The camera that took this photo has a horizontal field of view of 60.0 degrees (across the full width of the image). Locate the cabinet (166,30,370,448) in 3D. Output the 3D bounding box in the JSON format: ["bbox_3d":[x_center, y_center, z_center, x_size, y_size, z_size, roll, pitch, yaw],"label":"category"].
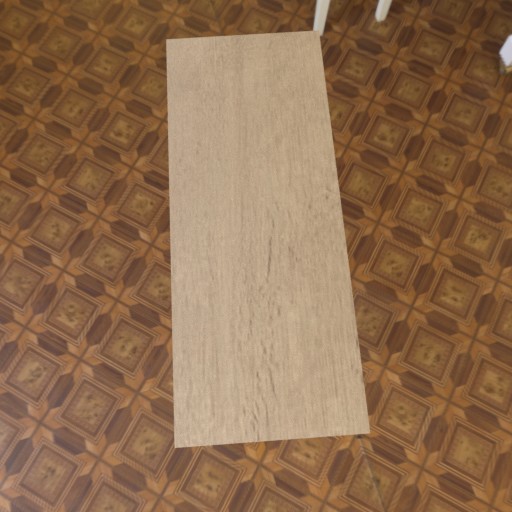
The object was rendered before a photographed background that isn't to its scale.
[{"bbox_3d":[0.000,0.000,1.478,0.420,0.820,1.040,-4,75,-1],"label":"cabinet"}]
